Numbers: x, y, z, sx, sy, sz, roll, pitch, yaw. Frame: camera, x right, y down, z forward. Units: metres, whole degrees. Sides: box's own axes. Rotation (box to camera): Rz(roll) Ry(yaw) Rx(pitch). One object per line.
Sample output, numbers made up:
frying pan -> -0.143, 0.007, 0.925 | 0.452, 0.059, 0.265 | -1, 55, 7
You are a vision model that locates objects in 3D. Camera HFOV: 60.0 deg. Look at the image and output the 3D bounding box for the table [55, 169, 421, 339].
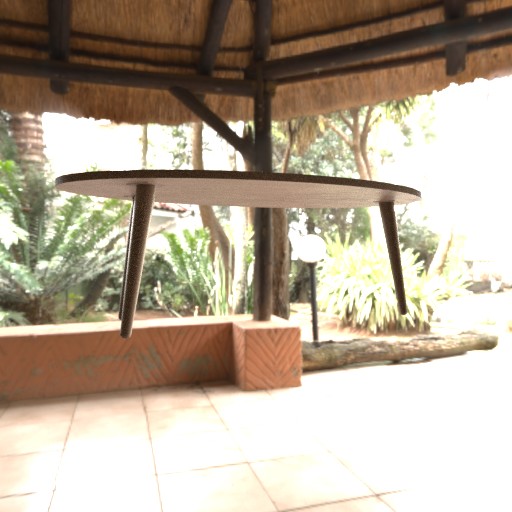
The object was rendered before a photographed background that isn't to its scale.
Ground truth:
table -> 0.000, 0.000, 1.306 | 1.083, 0.390, 0.542 | 0, 0, -18
